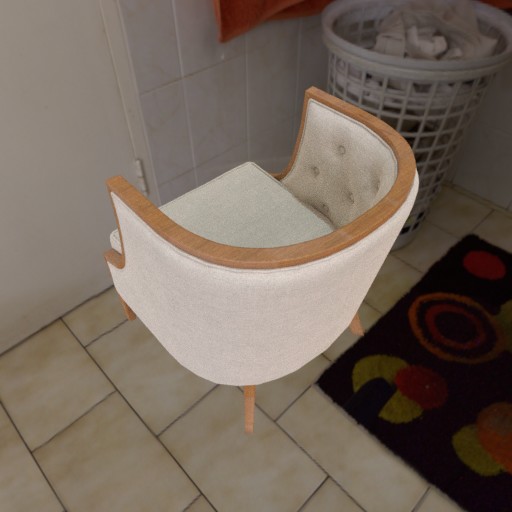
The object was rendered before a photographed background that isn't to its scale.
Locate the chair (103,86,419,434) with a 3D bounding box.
[{"bbox_3d":[0.000,0.000,1.367,0.711,0.775,0.757,-33,55,-27],"label":"chair"}]
